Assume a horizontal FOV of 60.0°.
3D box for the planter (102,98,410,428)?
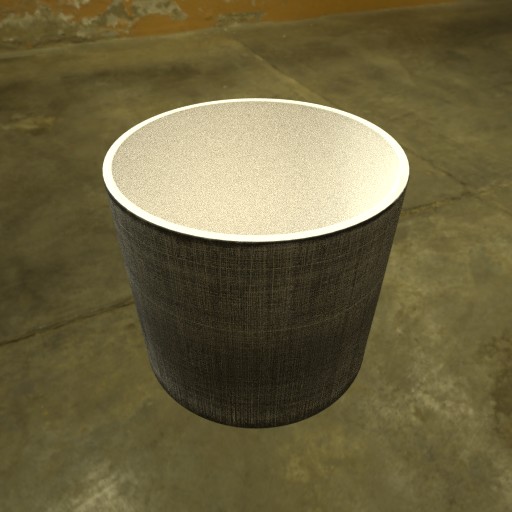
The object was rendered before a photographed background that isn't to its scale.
[{"bbox_3d":[0.000,0.000,0.393,0.221,0.201,0.221,0,39,0],"label":"planter"}]
